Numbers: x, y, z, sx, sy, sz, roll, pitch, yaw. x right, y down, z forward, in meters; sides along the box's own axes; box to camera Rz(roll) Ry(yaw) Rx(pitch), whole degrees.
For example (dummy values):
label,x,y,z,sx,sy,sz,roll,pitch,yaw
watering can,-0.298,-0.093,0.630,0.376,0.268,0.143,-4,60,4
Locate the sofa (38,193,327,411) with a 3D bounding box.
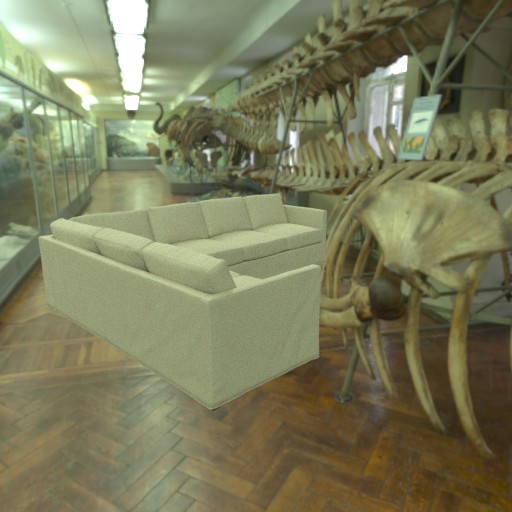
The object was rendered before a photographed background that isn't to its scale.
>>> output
label,x,y,z,sx,sy,sz,roll,pitch,yaw
sofa,0.000,0.000,4.331,2.432,0.871,3.182,14,20,43
